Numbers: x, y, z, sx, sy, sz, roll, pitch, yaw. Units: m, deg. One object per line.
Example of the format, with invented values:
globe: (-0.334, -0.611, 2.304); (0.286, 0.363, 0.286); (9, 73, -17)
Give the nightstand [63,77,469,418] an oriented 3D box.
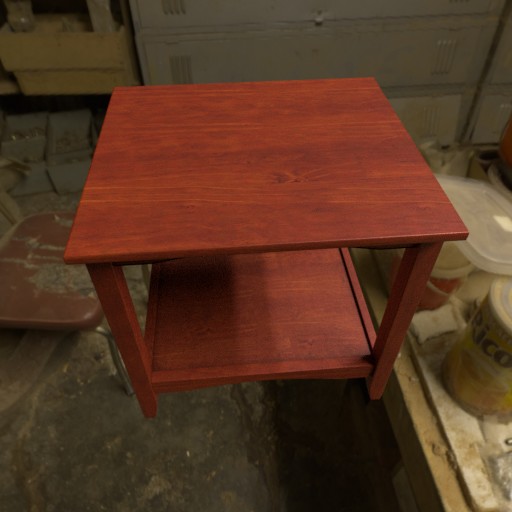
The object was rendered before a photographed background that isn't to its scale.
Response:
nightstand: (0.000, 0.000, 0.976); (0.558, 0.558, 0.501); (-4, 46, -3)
